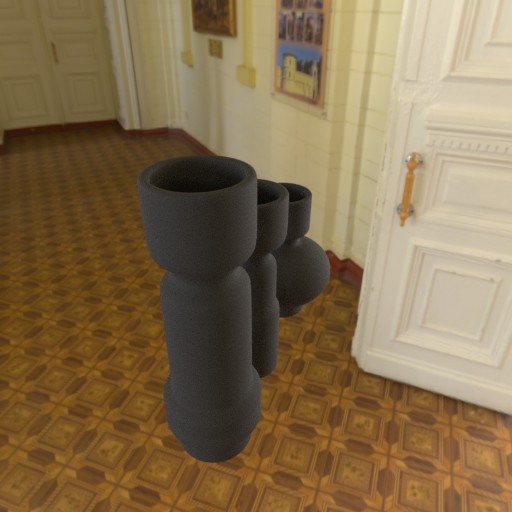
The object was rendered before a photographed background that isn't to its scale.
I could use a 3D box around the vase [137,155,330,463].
[{"bbox_3d":[0.000,0.000,0.434,0.120,0.249,0.307,10,32,16],"label":"vase"}]
